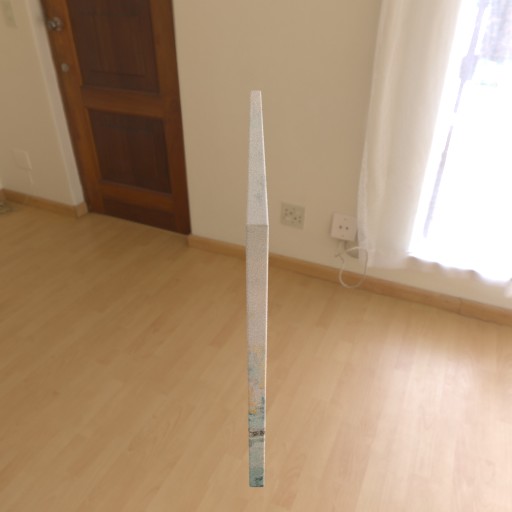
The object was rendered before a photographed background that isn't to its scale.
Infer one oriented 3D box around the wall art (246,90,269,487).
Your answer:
[{"bbox_3d":[0.000,0.000,1.361,0.038,0.762,1.016,0,32,0],"label":"wall art"}]
